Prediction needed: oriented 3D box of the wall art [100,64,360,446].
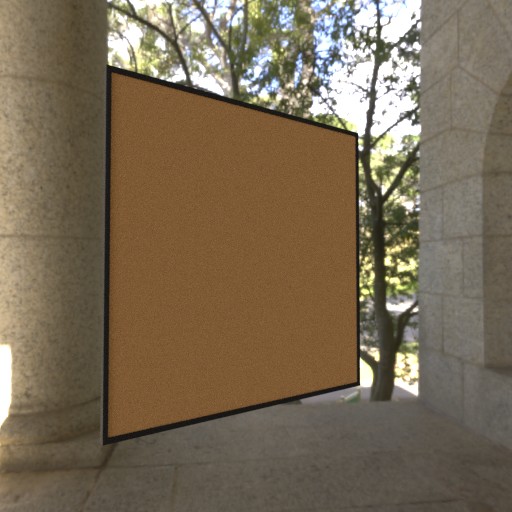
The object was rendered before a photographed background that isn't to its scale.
[{"bbox_3d":[0.000,0.000,0.972,0.664,0.663,0.015,1,-2,-36],"label":"wall art"}]
